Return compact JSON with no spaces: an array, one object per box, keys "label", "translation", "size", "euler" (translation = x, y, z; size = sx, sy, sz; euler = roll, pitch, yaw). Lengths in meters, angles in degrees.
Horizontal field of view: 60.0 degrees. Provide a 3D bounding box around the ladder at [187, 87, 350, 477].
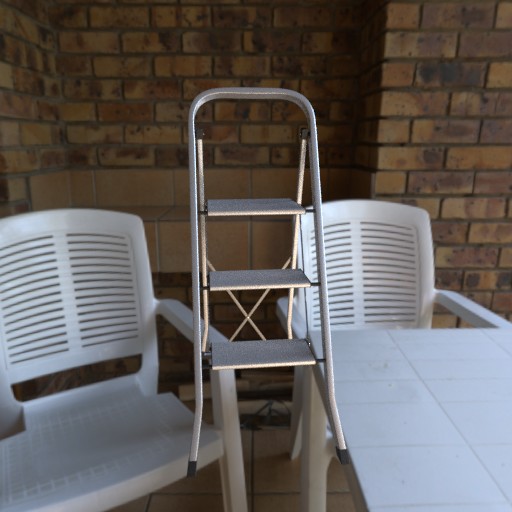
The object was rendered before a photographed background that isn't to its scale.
[{"label":"ladder","translation":[0.000,0.000,1.452],"size":[0.465,1.070,0.704],"euler":[-2,15,-6]}]
